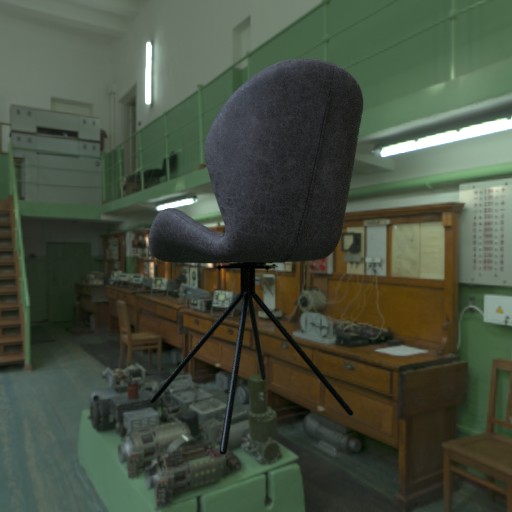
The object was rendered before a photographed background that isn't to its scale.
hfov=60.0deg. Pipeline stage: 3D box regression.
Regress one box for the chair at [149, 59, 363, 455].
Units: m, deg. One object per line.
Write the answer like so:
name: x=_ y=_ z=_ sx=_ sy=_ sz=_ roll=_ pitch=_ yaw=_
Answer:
chair: x=0.000 y=0.000 z=1.308 sx=0.527 sy=0.934 sz=0.640 roll=0 pitch=1 yaw=-35
